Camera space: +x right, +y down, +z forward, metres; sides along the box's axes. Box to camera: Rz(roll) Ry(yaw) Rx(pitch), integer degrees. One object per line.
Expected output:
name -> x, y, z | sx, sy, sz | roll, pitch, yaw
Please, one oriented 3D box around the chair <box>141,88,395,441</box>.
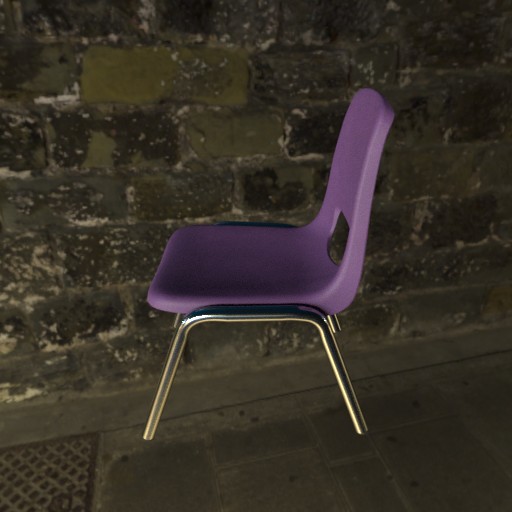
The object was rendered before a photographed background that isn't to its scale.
chair -> 0.000, 0.000, 0.828 | 0.419, 0.584, 0.356 | 0, 28, 0
